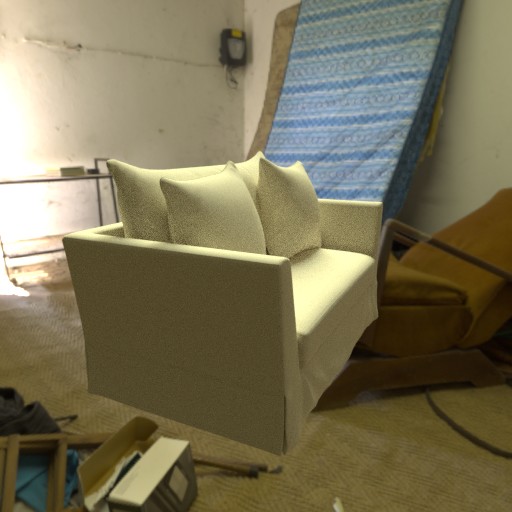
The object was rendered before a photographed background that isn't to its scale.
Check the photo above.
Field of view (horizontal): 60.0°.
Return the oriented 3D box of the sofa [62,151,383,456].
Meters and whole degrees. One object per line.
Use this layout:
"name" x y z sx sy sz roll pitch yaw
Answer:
"sofa" 0.000 0.000 2.320 1.026 1.039 1.608 7 16 26
